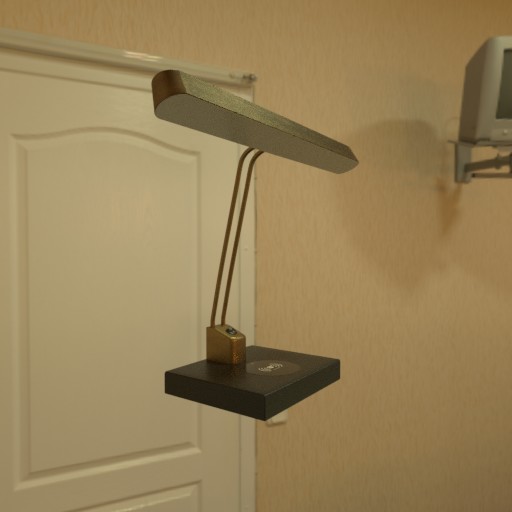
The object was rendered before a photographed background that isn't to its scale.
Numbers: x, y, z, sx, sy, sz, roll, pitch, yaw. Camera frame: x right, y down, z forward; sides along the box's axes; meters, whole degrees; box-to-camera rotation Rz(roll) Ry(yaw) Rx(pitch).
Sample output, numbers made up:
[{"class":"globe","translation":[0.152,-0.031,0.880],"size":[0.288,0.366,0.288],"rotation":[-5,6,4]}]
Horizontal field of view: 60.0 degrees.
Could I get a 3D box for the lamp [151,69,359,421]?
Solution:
[{"class":"lamp","translation":[0.000,0.000,0.584],"size":[0.156,0.345,0.412],"rotation":[1,2,36]}]
